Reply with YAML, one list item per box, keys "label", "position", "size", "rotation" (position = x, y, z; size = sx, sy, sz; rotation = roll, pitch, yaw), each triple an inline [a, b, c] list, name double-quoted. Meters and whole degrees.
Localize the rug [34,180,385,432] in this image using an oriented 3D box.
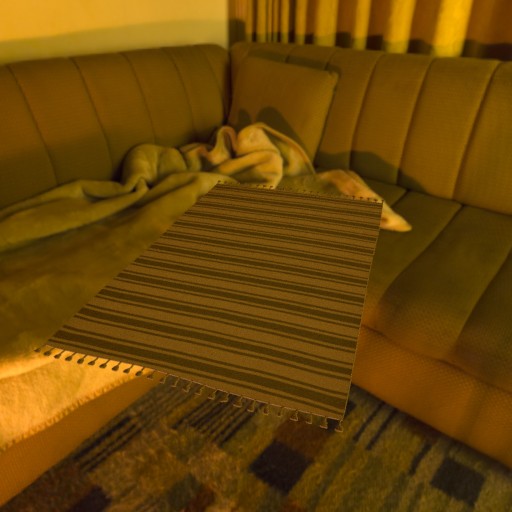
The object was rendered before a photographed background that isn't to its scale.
- label: "rug"
  position: [0.000, 0.000, 2.273]
  size: [1.162, 0.013, 1.875]
  rotation: [9, 32, 15]
